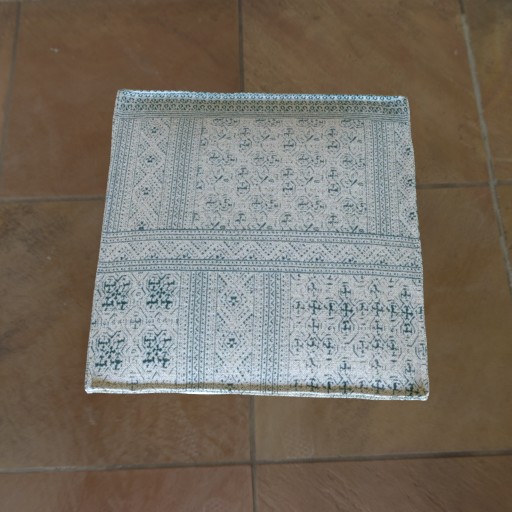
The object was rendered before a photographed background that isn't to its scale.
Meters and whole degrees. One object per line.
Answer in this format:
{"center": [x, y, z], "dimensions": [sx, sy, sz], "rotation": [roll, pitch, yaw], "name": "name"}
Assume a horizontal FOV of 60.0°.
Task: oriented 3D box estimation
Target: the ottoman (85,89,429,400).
{"center": [0.000, 0.000, 1.024], "dimensions": [0.626, 0.439, 0.617], "rotation": [1, 75, 0], "name": "ottoman"}
